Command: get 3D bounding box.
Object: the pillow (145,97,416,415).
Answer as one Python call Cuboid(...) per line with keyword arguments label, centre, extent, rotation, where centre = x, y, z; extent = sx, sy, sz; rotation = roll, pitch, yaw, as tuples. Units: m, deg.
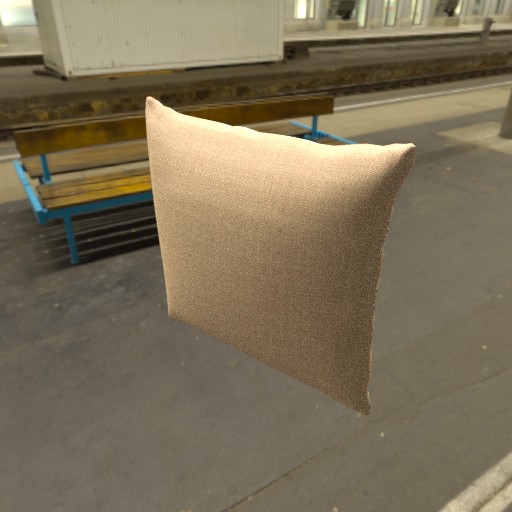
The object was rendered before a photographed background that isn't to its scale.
Cuboid(label="pillow", centre=(0.000, 0.000, 0.833), extent=(0.521, 0.519, 0.215), rotation=(20, 35, 30))
